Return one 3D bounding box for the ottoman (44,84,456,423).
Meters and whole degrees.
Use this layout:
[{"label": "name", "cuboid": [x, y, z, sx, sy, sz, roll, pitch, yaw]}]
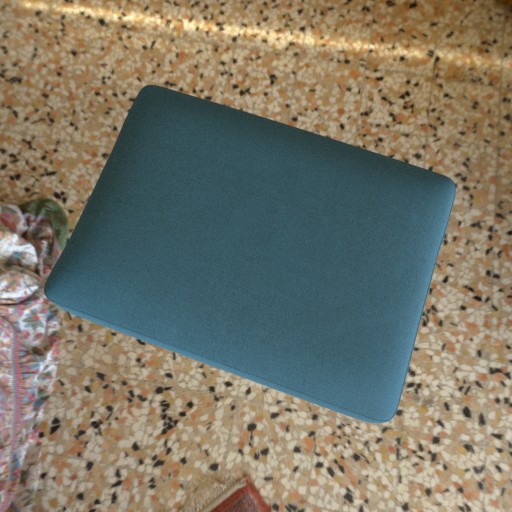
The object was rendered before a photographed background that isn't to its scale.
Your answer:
[{"label": "ottoman", "cuboid": [0.000, 0.000, 1.065, 0.749, 0.428, 0.549, 19, 76, 5]}]
